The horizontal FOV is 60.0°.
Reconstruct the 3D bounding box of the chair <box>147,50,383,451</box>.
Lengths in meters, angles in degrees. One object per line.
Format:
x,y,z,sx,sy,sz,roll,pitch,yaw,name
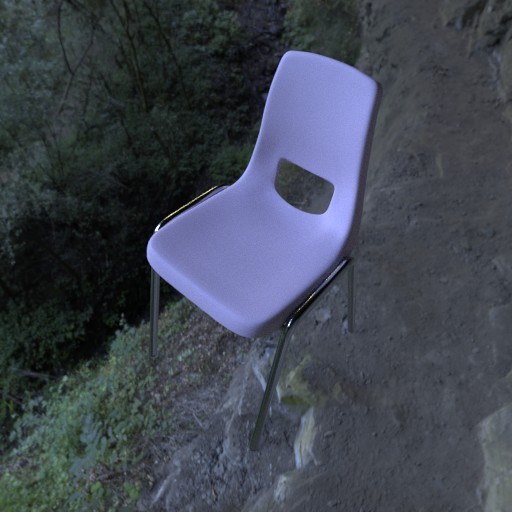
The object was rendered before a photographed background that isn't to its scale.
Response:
0.000,0.000,0.946,0.381,0.704,0.436,34,56,27,chair
